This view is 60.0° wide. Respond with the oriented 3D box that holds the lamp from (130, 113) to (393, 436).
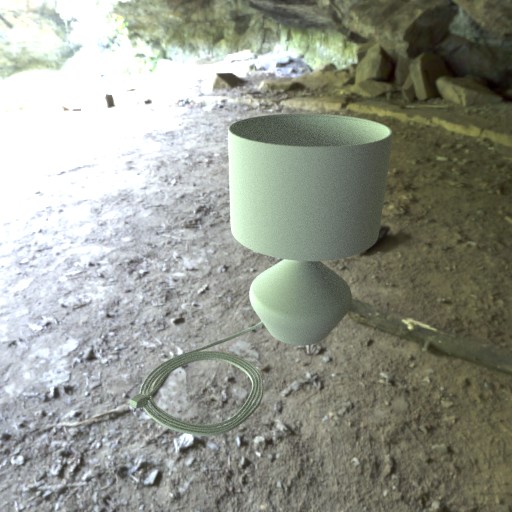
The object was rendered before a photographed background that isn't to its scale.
[{"bbox_3d":[0.000,0.000,0.864,0.546,0.457,0.401,-9,29,-16],"label":"lamp"}]
